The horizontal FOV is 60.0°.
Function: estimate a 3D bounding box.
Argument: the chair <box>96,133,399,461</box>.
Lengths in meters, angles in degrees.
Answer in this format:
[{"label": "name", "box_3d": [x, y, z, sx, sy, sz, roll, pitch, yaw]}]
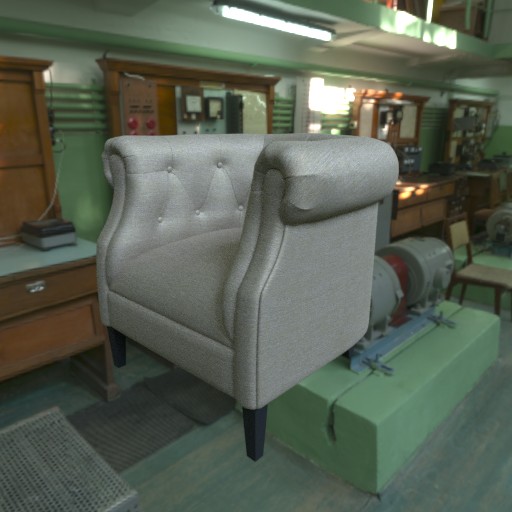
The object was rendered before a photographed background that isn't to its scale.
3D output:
[{"label": "chair", "box_3d": [0.000, 0.000, 1.567, 0.905, 0.827, 0.852, 15, 22, 41]}]
